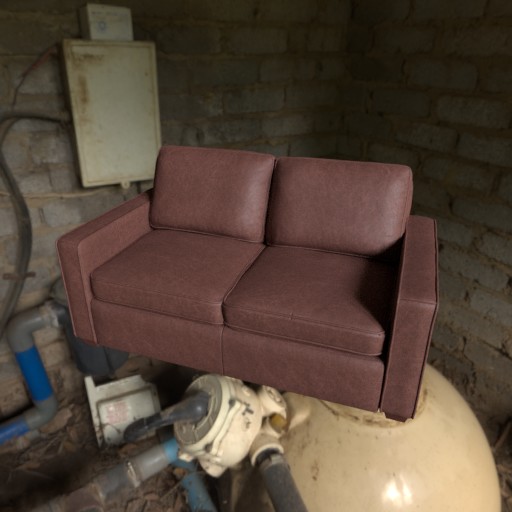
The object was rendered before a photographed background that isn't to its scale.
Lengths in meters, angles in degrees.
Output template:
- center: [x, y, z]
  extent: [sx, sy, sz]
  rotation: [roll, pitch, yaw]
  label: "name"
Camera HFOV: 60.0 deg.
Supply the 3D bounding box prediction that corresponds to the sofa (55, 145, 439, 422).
- center: [0.000, 0.000, 2.261]
  extent: [1.709, 0.918, 0.947]
  rotation: [9, 27, 17]
  label: "sofa"
